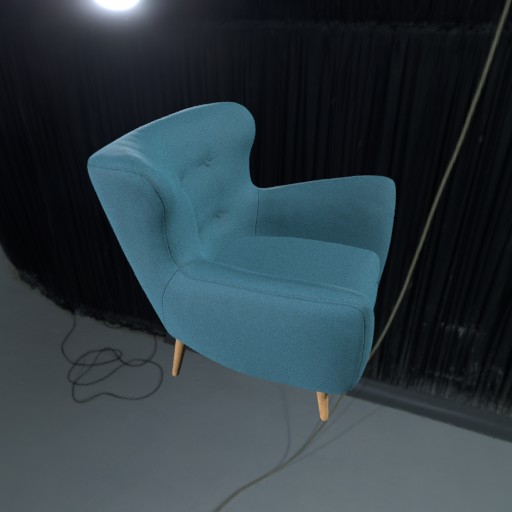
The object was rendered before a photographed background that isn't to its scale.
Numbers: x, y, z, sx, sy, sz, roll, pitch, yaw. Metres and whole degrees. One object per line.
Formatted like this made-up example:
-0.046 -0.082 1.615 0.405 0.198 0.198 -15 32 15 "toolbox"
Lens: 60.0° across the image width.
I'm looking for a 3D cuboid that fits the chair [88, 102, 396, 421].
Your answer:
0.000 0.000 1.585 0.889 0.889 0.890 10 32 16 "chair"
